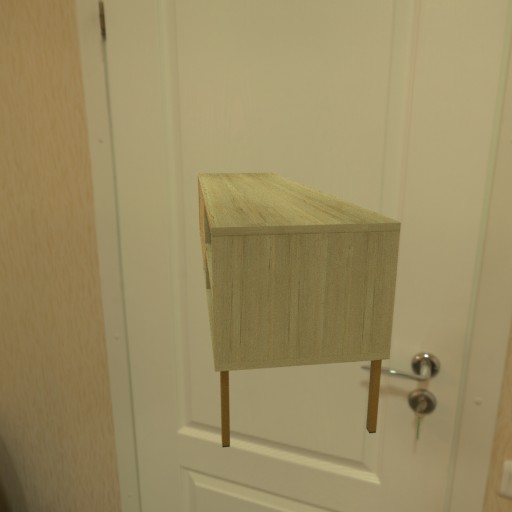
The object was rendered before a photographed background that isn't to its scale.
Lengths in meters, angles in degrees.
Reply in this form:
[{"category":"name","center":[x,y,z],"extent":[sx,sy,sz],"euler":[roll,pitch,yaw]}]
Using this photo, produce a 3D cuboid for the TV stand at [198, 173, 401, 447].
[{"category":"TV stand","center":[0.000,0.000,1.791],"extent":[0.420,0.550,1.600],"euler":[-2,15,-8]}]
